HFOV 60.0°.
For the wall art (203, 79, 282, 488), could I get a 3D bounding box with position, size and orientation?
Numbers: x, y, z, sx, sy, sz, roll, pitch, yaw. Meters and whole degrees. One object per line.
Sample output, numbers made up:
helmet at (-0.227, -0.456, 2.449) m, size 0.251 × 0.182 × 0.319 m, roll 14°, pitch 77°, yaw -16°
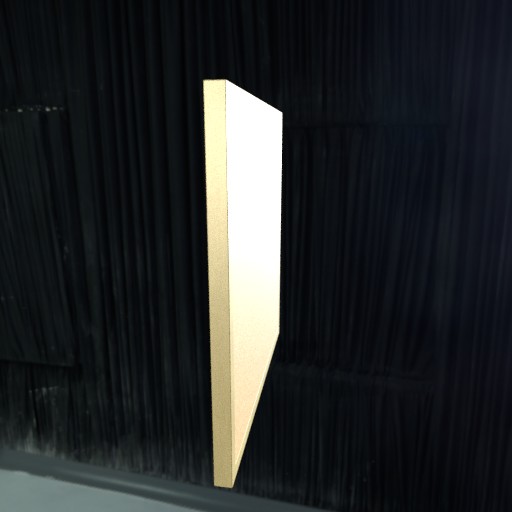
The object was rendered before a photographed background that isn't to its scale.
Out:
wall art at (0.000, 0.000, 1.156) m, size 0.037 × 0.763 × 0.763 m, roll 2°, pitch 14°, yaw 10°
